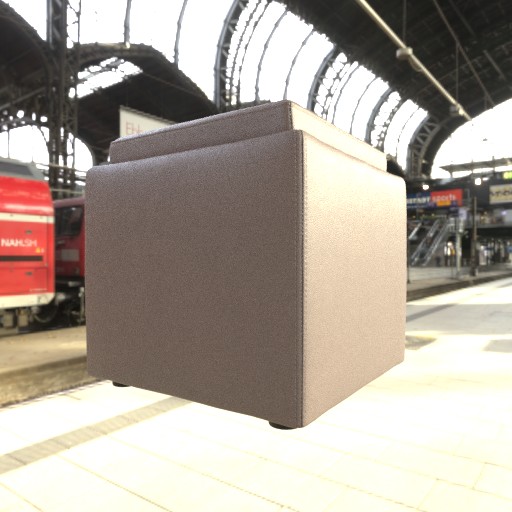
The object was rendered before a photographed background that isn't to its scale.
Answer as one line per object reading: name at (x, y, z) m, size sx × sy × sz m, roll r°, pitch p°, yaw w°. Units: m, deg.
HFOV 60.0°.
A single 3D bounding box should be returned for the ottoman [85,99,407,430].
ottoman at (0.000, 0.000, 0.840) m, size 0.450 × 0.460 × 0.451 m, roll 0°, pitch 0°, yaw 35°
